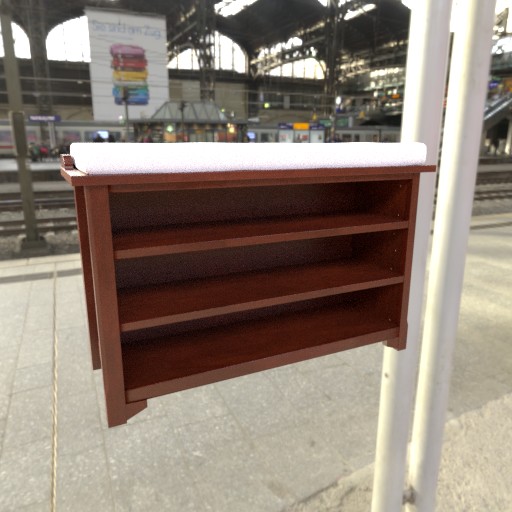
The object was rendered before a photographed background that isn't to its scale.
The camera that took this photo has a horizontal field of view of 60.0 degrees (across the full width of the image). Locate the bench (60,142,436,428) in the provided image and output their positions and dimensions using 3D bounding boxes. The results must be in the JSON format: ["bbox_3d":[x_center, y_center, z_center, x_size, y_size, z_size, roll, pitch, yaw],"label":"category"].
[{"bbox_3d":[0.000,0.000,1.302,0.987,0.646,0.369,-7,16,-25],"label":"bench"}]
